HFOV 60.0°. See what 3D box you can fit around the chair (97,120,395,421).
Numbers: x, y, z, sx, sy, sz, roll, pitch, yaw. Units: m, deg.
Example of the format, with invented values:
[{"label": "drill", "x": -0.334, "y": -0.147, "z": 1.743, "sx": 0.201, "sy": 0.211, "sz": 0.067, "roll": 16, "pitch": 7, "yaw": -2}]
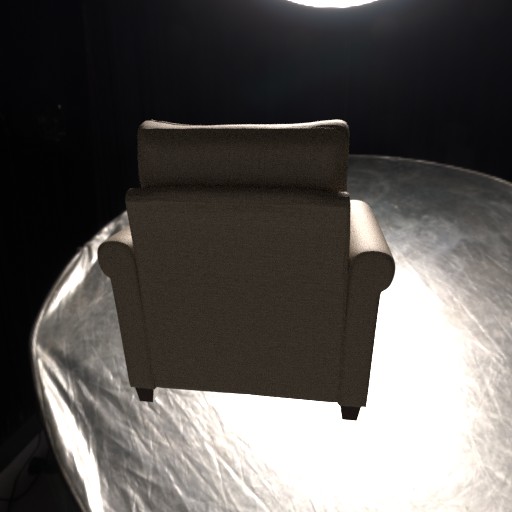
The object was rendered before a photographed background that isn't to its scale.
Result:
[{"label": "chair", "x": 0.000, "y": 0.000, "z": 2.317, "sx": 1.275, "sy": 1.349, "sz": 1.180, "roll": 2, "pitch": 16, "yaw": 8}]
